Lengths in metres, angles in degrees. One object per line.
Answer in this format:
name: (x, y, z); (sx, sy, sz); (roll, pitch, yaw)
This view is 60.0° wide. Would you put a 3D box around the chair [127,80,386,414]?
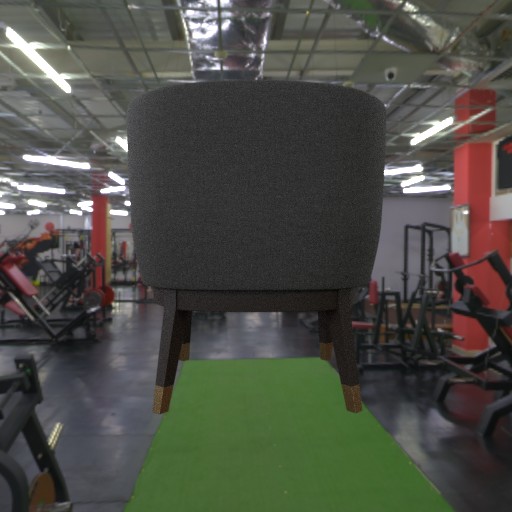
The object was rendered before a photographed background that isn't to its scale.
chair: (0.000, 0.000, 1.210); (0.639, 0.695, 0.698); (0, 1, -1)
